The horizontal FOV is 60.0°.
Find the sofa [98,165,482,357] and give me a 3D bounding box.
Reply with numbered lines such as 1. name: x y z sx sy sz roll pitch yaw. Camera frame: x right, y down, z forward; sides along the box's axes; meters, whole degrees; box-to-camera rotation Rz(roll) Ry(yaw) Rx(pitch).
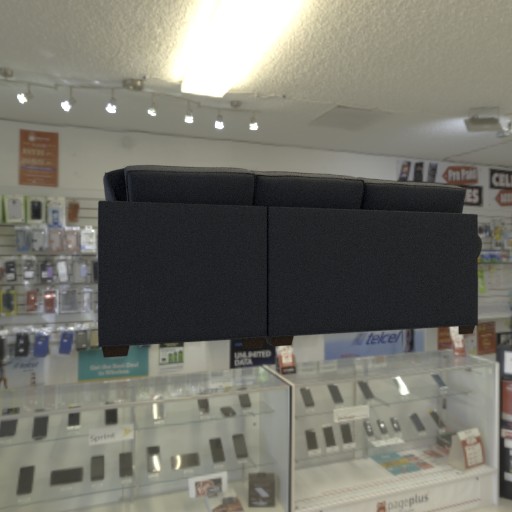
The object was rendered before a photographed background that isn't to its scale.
1. sofa: 0.000 0.000 3.825 2.487 1.042 2.562 0 0 -17
